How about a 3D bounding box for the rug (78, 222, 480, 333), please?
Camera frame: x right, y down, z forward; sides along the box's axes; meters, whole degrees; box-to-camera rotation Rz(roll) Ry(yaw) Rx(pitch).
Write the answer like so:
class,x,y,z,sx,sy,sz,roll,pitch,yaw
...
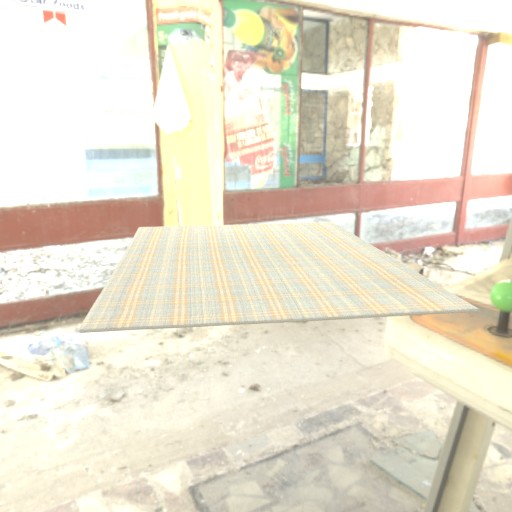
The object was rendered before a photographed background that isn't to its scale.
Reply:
class,x,y,z,sx,sy,sz,roll,pitch,yaw
rug,0.000,0.000,4.111,2.462,0.030,3.066,-2,15,-8
